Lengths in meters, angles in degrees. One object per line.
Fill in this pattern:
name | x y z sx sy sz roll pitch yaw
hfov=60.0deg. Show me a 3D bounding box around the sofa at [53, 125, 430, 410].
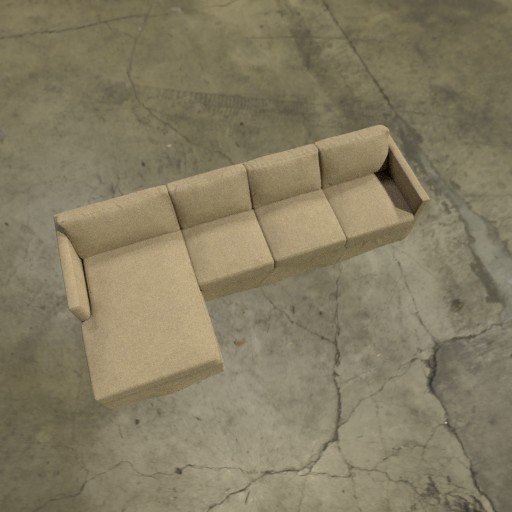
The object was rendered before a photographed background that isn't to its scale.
sofa | 0.000 0.000 3.951 3.198 0.920 1.638 -17 64 -9
